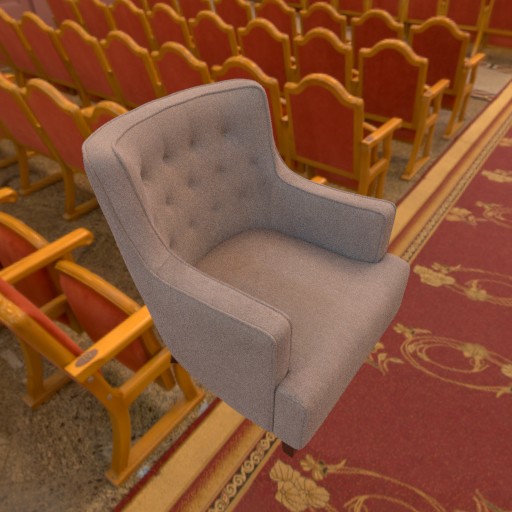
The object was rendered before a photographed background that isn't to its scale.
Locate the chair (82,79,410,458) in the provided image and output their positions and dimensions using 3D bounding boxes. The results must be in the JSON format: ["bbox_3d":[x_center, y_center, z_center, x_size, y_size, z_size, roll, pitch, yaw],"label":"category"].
[{"bbox_3d":[0.000,0.000,1.560,0.910,0.919,0.781,26,46,27],"label":"chair"}]
